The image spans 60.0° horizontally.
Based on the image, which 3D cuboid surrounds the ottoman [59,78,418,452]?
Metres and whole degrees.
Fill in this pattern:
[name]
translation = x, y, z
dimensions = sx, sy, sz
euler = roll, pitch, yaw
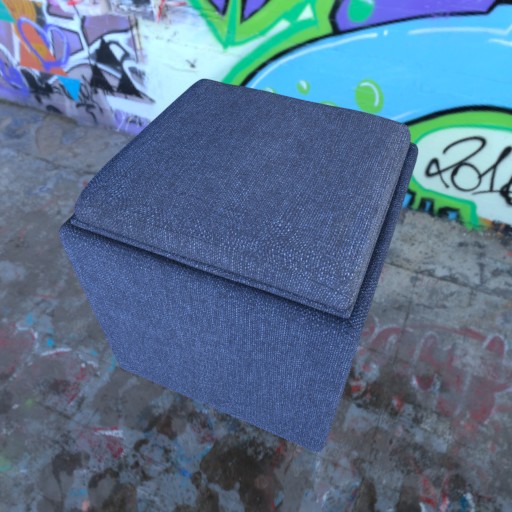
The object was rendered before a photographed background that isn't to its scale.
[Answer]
[ottoman]
translation = 0.000, 0.000, 0.843
dimensions = 0.454, 0.493, 0.436
euler = 18, 50, 15
